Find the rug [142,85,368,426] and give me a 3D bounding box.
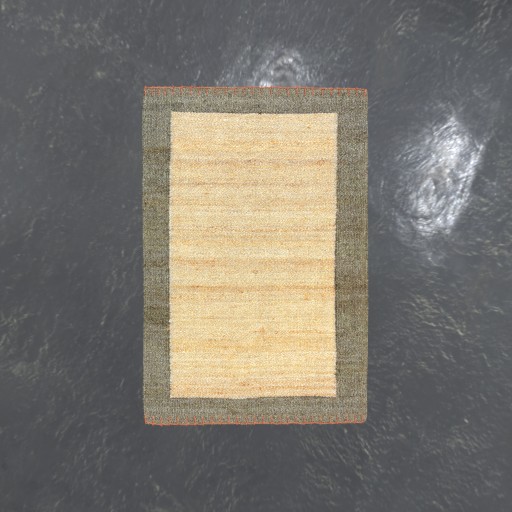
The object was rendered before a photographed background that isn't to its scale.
[{"bbox_3d":[0.000,0.000,2.398,1.220,0.019,1.838,0,91,-1],"label":"rug"}]
